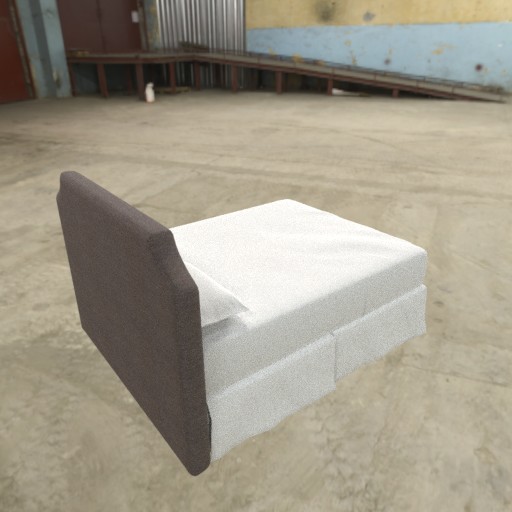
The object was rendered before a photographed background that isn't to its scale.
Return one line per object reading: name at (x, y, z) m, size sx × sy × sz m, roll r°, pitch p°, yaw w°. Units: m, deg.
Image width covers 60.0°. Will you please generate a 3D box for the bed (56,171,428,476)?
bed at (0.000, 0.000, 3.141) m, size 2.116 × 1.290 × 1.693 m, roll -19°, pitch 31°, yaw -34°
